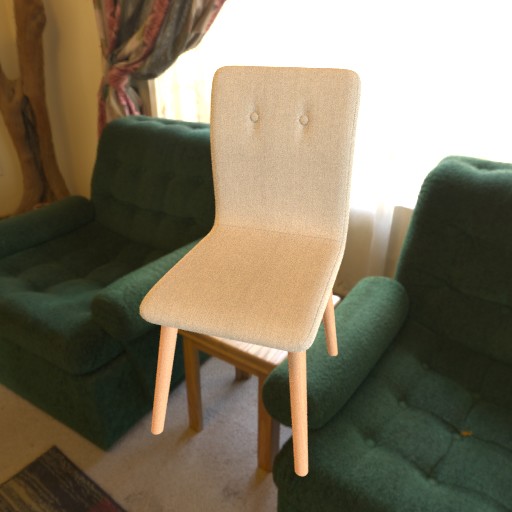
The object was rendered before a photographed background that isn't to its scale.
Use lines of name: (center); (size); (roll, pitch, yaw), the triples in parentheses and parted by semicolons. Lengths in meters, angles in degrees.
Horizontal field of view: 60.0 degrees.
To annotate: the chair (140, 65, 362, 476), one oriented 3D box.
chair: (0.000, 0.000, 1.165); (0.435, 0.885, 0.550); (9, 28, 16)
